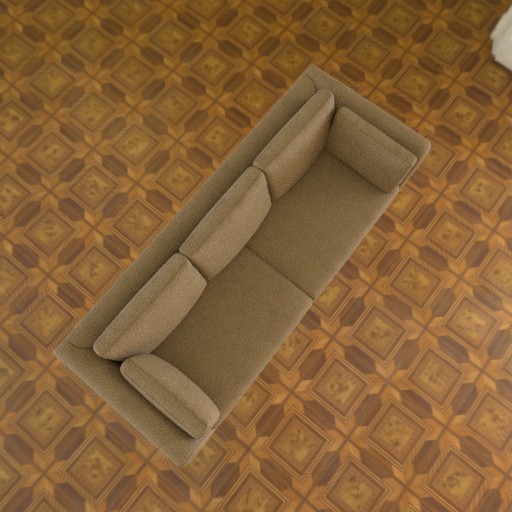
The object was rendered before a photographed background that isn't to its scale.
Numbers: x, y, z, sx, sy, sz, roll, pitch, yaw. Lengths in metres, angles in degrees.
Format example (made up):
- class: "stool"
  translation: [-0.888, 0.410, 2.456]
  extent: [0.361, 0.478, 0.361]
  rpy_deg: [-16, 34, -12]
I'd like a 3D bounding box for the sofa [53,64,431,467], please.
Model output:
- class: "sofa"
  translation: [0.000, 0.000, 2.917]
  extent: [0.969, 0.867, 2.415]
  rpy_deg: [38, 78, 10]
